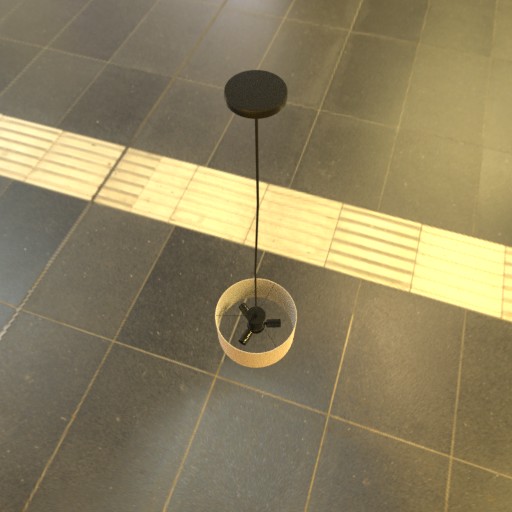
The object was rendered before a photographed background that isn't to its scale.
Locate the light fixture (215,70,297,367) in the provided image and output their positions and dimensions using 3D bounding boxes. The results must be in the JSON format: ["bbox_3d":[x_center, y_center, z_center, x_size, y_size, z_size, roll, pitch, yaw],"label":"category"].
[{"bbox_3d":[0.000,0.000,1.697,0.399,1.516,0.399,0,59,0],"label":"light fixture"}]
